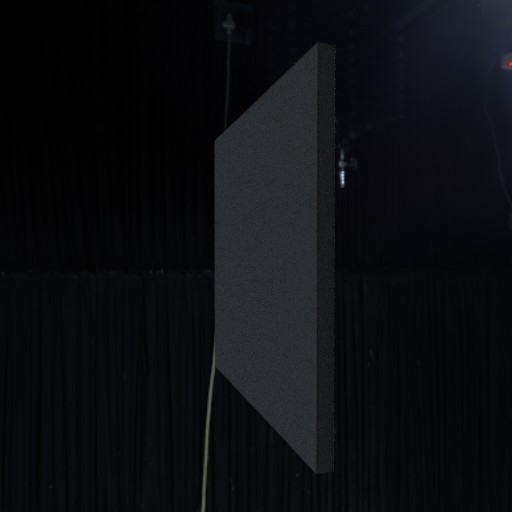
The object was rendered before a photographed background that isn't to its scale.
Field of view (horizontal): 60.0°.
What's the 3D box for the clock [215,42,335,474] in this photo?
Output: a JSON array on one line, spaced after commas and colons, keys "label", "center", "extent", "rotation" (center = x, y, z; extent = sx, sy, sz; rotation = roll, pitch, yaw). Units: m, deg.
[{"label": "clock", "center": [0.000, 0.000, 1.061], "extent": [0.032, 0.705, 0.705], "rotation": [0, 1, -19]}]
